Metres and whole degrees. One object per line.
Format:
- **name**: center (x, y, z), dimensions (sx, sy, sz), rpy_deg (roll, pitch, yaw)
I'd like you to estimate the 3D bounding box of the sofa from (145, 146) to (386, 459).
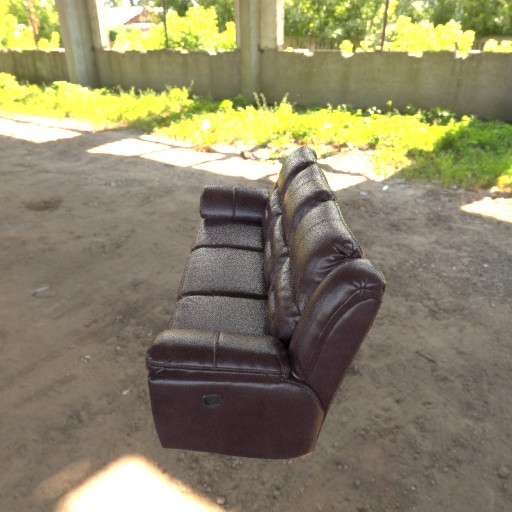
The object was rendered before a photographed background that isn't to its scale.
- **sofa**: center (0.000, 0.000, 2.826), dimensions (0.991, 1.043, 2.337), rpy_deg (0, 26, 0)
